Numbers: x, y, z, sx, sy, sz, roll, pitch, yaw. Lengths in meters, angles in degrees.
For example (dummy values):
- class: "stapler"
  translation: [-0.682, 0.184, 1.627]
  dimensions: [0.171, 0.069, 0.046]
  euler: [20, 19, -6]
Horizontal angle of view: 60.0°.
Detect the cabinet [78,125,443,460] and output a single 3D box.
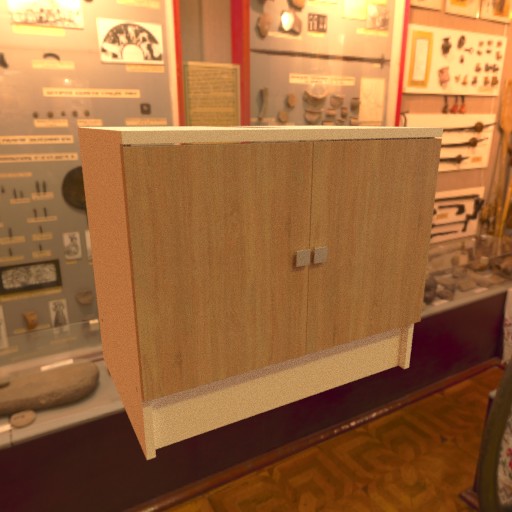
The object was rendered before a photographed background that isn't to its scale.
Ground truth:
- class: "cabinet"
  translation: [0.000, 0.000, 0.936]
  dimensions: [0.600, 0.522, 0.400]
  euler: [-9, 19, -27]
